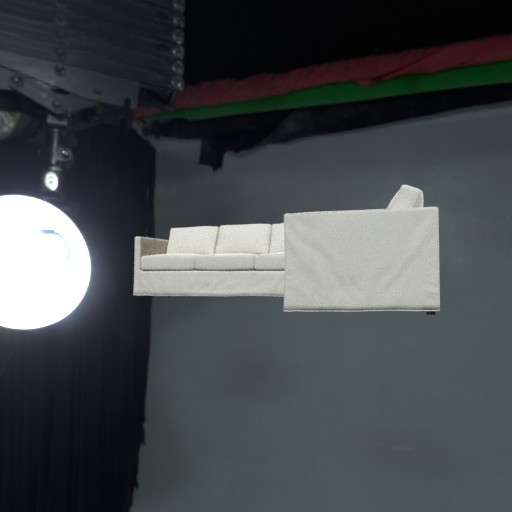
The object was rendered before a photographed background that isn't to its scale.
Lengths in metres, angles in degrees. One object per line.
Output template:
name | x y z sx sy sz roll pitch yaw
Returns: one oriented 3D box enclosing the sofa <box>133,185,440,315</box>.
sofa | 0.000 0.000 4.404 3.182 0.871 2.432 -1 -2 18
